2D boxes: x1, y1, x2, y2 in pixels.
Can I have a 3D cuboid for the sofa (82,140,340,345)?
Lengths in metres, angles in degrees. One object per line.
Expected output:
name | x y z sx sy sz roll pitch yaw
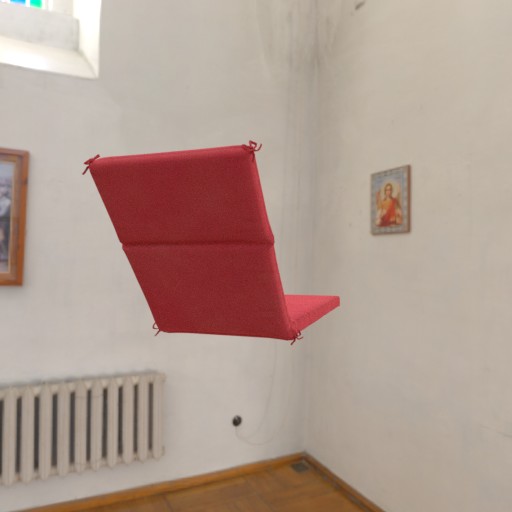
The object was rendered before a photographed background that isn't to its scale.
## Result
sofa | 0.000 0.000 2.004 0.582 0.622 1.663 0 0 19
